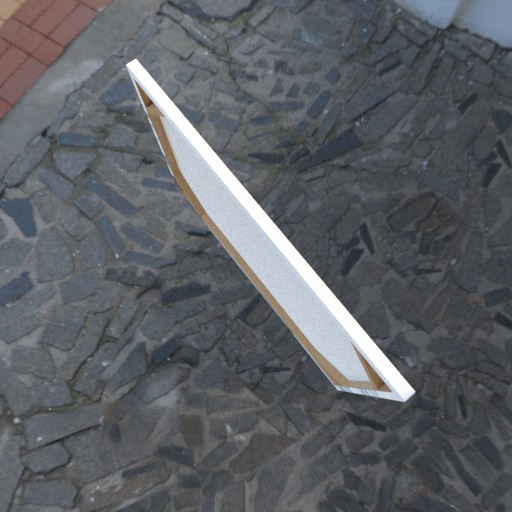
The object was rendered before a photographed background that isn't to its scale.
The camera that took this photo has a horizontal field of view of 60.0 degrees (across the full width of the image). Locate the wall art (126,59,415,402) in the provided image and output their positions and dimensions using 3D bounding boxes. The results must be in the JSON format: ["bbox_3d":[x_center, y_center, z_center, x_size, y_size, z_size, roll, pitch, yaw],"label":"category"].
[{"bbox_3d":[0.000,0.000,1.643,0.039,0.915,1.219,-37,78,-9],"label":"wall art"}]
